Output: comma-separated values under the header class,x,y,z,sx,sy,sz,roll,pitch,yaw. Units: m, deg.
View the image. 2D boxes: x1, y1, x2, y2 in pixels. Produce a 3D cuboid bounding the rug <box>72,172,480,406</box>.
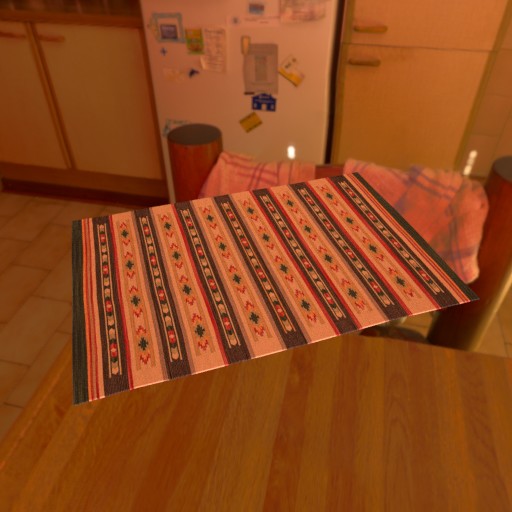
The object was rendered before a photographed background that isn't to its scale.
class,x,y,z,sx,sy,sz,roll,pitch,yaw
rug,0.000,0.000,2.303,1.825,0.009,1.221,-12,42,-13
